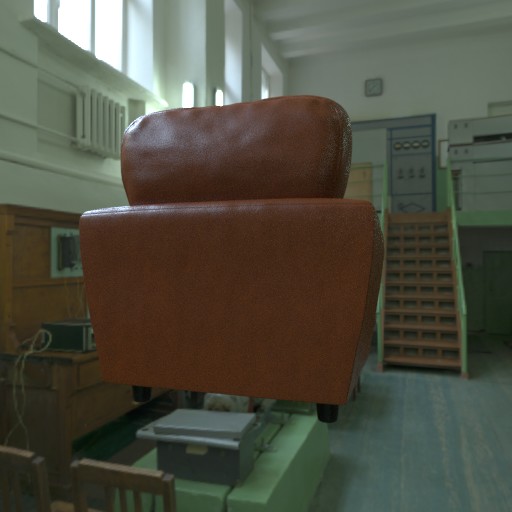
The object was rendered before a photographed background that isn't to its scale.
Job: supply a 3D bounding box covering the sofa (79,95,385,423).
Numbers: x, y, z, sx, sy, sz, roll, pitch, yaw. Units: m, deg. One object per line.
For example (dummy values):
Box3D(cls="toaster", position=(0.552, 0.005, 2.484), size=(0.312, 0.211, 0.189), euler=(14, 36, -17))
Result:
Box3D(cls="sofa", position=(0.000, 0.000, 1.510), size=(0.836, 0.876, 0.789), euler=(0, -1, 17))
